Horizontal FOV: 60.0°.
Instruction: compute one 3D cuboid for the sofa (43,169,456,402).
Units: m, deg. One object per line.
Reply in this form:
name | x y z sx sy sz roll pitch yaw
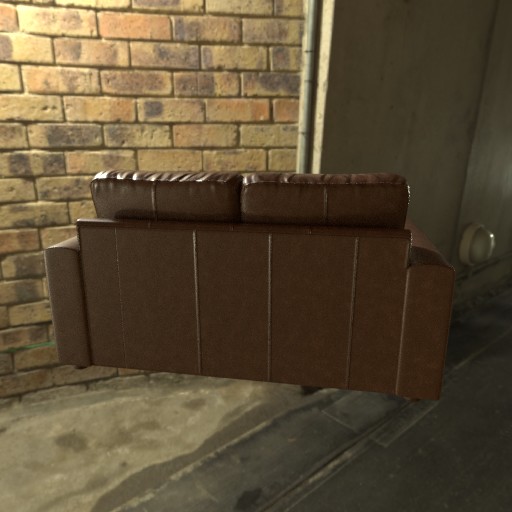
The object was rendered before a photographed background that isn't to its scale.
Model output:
sofa | 0.000 0.000 2.196 1.616 0.873 1.016 3 16 10
